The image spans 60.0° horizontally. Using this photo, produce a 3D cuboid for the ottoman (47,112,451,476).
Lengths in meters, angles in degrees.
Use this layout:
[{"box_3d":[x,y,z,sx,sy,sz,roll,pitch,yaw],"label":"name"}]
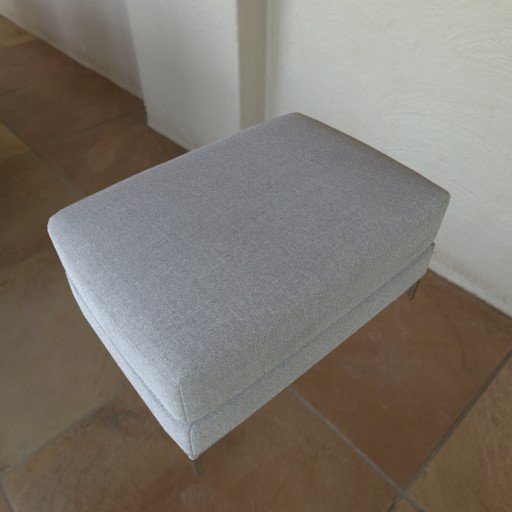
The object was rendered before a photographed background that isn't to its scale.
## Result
[{"box_3d":[0.000,0.000,1.162,0.838,0.457,0.584,-31,53,-27],"label":"ottoman"}]
